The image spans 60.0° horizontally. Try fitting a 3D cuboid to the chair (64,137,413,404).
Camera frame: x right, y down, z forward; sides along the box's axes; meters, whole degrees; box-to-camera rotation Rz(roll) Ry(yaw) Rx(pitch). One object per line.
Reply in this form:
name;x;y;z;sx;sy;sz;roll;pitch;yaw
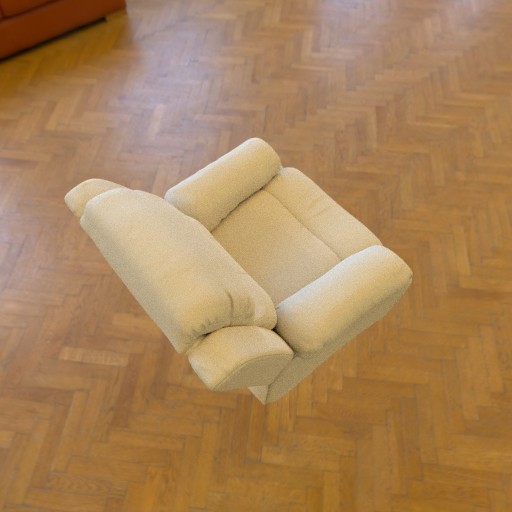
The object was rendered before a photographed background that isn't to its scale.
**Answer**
chair;0.000;0.000;1.266;0.709;0.702;0.680;-36;65;-19
